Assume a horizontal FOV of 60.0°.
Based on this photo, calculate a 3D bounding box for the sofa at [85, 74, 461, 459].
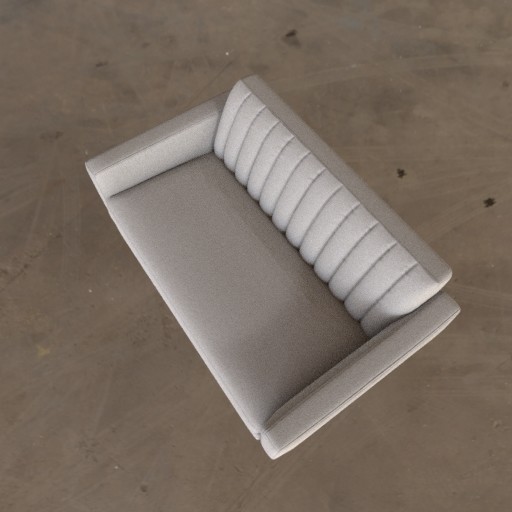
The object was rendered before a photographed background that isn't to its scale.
[{"bbox_3d":[0.000,0.000,2.162,0.950,0.801,1.585,-32,67,-15],"label":"sofa"}]
